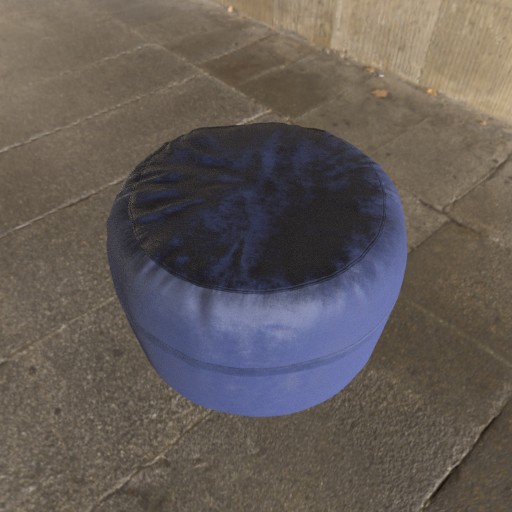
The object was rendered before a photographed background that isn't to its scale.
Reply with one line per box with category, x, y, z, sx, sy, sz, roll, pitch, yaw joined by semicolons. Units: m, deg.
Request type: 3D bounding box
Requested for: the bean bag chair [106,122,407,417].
bean bag chair;0.000;0.000;1.932;1.219;0.762;1.219;0;47;0
